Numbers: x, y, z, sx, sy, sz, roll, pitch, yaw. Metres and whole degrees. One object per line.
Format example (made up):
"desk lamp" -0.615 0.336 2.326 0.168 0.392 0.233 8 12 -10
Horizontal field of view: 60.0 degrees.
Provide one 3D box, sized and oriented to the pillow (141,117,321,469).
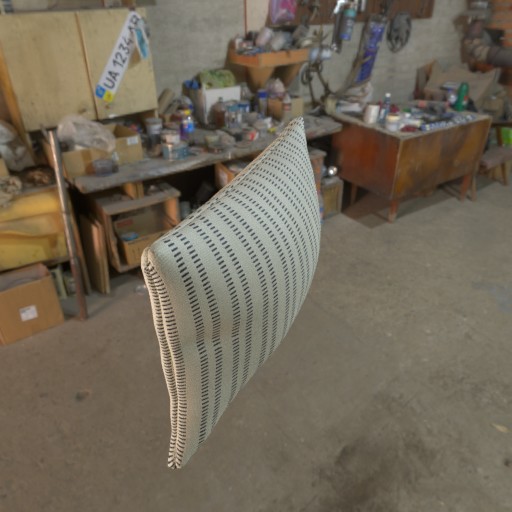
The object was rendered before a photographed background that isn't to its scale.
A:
"pillow" 0.000 0.000 0.788 0.210 0.353 0.640 10 31 16
